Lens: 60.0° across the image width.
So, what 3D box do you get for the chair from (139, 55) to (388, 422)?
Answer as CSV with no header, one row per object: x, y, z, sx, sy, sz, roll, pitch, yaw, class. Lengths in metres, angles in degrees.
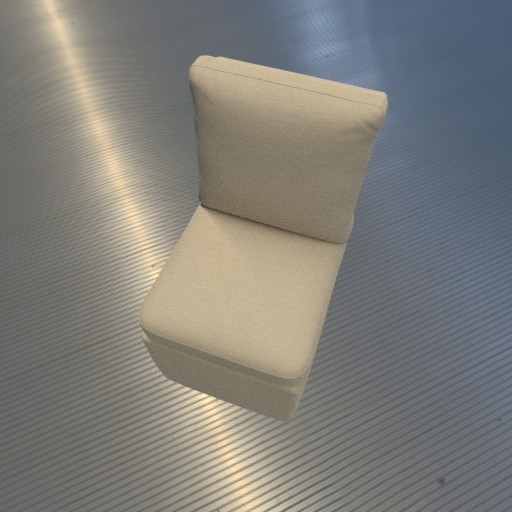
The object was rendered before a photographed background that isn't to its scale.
0.000,0.000,1.330,0.503,0.927,0.698,17,59,10,chair
